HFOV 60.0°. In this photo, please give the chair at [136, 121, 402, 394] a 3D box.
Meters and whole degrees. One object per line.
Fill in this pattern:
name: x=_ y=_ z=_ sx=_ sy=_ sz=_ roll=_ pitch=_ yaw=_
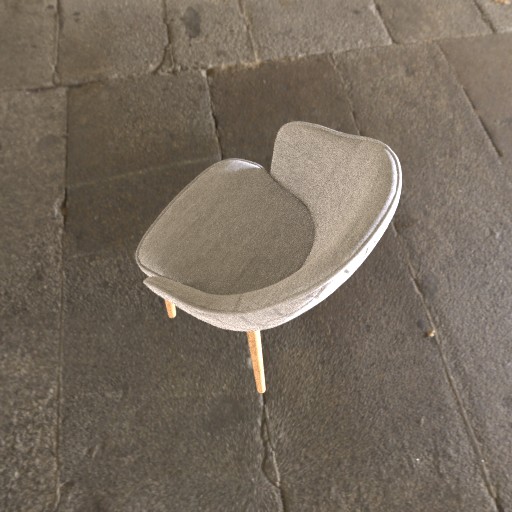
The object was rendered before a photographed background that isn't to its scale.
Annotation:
chair: x=0.000 y=0.000 z=1.164 sx=0.530 sy=0.800 sz=0.540 roll=32 pitch=67 yaw=15
